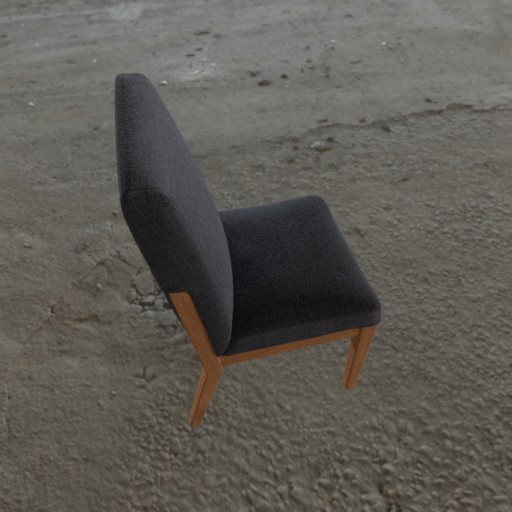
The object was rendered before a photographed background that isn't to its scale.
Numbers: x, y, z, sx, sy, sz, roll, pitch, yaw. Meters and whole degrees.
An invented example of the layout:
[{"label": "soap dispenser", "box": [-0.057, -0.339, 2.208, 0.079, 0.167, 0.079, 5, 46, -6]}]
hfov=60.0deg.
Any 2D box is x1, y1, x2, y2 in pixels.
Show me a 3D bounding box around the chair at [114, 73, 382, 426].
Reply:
[{"label": "chair", "box": [0.000, 0.000, 1.245, 0.586, 0.911, 0.507, -10, 47, -9]}]
